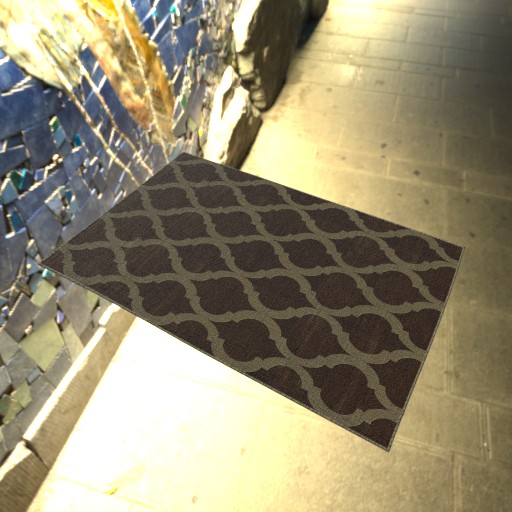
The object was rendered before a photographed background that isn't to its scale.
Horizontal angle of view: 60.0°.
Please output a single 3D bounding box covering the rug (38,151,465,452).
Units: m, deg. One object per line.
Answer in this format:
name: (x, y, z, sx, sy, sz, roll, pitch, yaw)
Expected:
rug: (0.000, 0.000, 2.823, 2.284, 0.008, 1.522, 23, 49, 21)
